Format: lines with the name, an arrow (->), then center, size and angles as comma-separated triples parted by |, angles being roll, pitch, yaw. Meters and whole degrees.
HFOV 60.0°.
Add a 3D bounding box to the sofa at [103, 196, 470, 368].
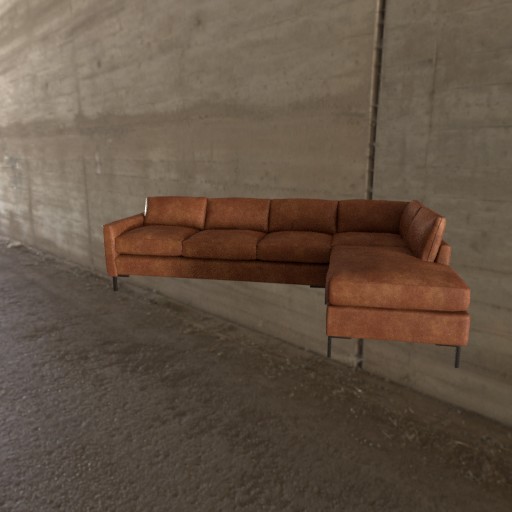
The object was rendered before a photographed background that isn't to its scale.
sofa -> 0.000, 0.000, 3.805 | 2.984, 0.877, 1.938 | 3, 13, 11
